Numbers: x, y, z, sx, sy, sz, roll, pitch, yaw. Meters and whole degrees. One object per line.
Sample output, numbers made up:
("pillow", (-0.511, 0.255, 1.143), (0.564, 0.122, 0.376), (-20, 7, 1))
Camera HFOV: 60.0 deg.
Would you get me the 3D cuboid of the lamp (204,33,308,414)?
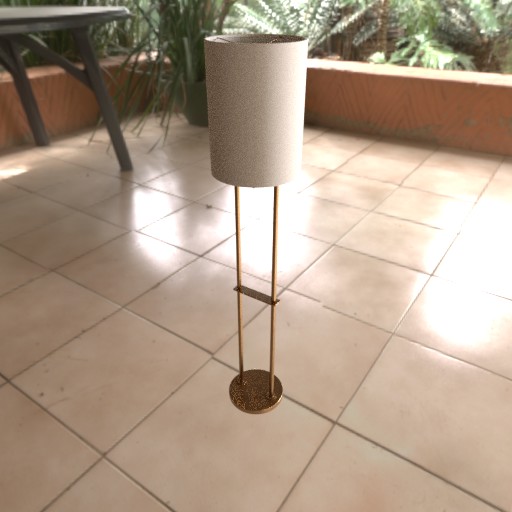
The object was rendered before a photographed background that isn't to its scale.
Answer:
("lamp", (0.000, 0.000, 1.694), (0.306, 1.500, 0.305), (19, 36, 28))
